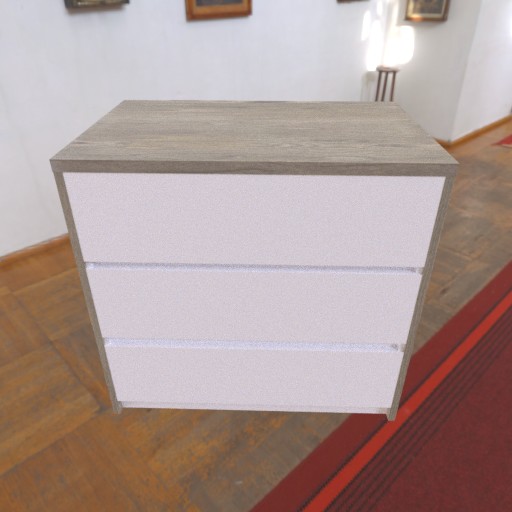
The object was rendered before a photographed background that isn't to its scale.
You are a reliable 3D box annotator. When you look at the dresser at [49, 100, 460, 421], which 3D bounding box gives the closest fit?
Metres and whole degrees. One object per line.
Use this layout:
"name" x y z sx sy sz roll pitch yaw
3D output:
"dresser" 0.000 0.000 1.298 0.809 0.762 0.529 1 32 1
